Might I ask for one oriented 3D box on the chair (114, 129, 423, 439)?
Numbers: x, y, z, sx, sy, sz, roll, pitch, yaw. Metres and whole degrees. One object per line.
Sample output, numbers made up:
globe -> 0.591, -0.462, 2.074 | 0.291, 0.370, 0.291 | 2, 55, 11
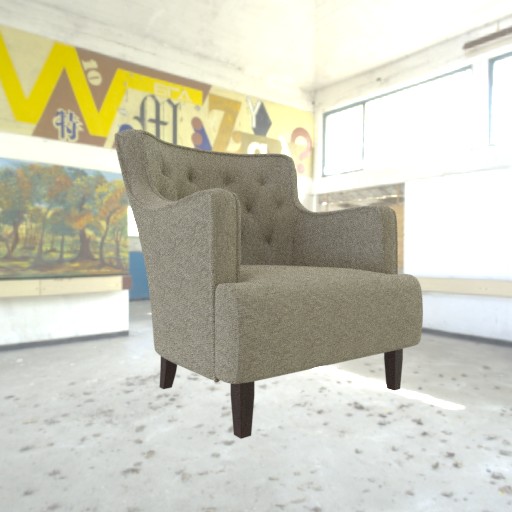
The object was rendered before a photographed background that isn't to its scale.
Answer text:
chair -> 0.000, 0.000, 1.637 | 0.820, 0.920, 0.910 | 0, 1, -37
